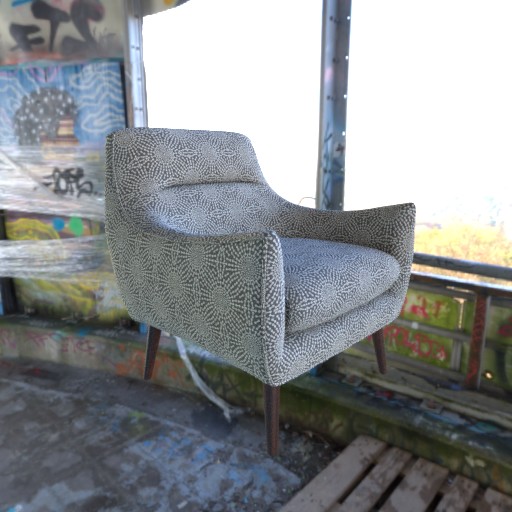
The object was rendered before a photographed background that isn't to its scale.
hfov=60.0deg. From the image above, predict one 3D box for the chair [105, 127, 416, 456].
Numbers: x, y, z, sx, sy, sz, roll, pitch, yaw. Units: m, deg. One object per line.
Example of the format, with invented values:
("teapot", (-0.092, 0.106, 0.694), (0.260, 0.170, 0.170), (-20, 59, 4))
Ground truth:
("chair", (0.000, 0.000, 1.475), (0.787, 0.838, 0.762), (12, 18, 42))
